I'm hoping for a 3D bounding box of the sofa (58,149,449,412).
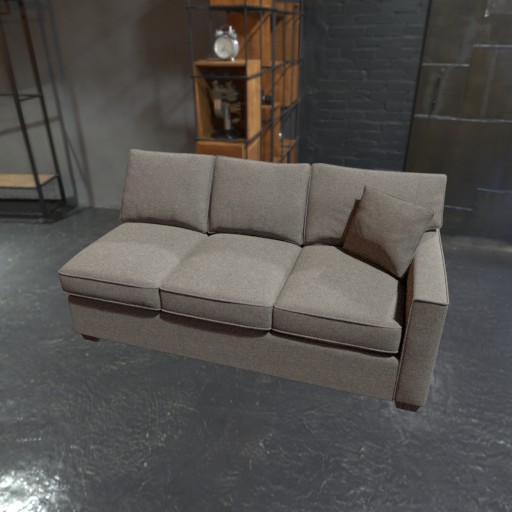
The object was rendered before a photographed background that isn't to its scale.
[{"bbox_3d":[0.000,0.000,2.544,1.963,0.946,1.034,8,28,16],"label":"sofa"}]
